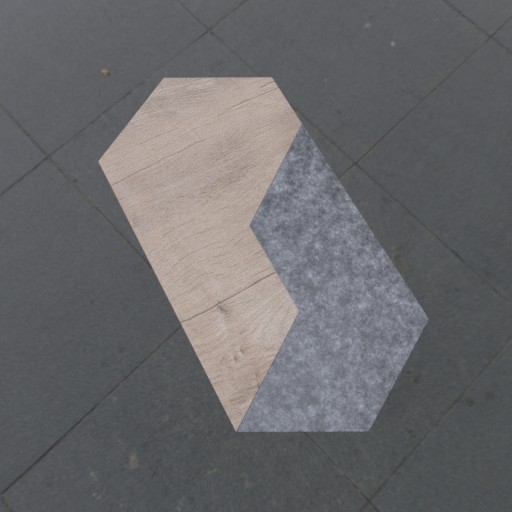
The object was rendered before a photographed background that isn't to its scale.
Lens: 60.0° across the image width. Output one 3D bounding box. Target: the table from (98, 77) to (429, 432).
[{"bbox_3d":[0.000,0.000,1.512,0.609,0.457,1.219,-28,77,-7],"label":"table"}]
